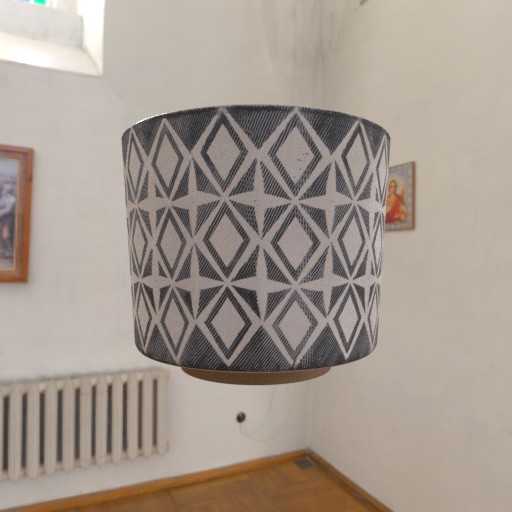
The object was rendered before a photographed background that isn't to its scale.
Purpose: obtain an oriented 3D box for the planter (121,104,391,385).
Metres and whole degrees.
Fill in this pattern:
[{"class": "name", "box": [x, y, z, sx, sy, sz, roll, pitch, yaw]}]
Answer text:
[{"class": "planter", "box": [0.000, 0.000, 0.448, 0.260, 0.220, 0.260, 0, 0, 0]}]
